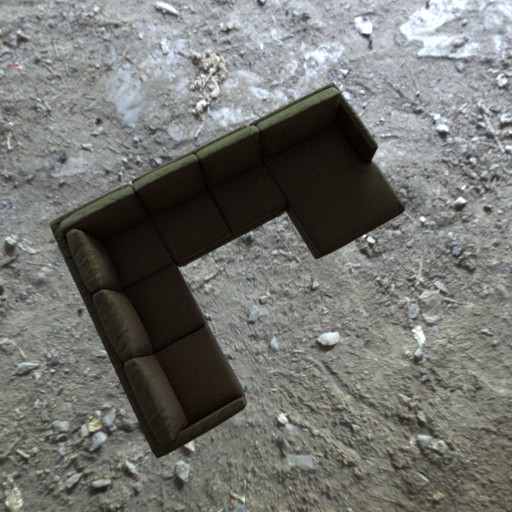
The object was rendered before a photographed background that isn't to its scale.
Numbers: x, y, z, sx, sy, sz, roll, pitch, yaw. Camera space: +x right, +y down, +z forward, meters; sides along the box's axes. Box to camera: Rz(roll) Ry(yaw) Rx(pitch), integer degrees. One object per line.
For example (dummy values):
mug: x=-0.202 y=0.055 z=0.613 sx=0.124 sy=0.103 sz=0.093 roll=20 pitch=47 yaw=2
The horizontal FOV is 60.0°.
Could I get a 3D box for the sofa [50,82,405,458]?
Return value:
sofa: x=0.000 y=0.000 z=4.693 sx=3.460 sy=0.923 sz=2.593 roll=-28 pitch=76 yaw=-7
